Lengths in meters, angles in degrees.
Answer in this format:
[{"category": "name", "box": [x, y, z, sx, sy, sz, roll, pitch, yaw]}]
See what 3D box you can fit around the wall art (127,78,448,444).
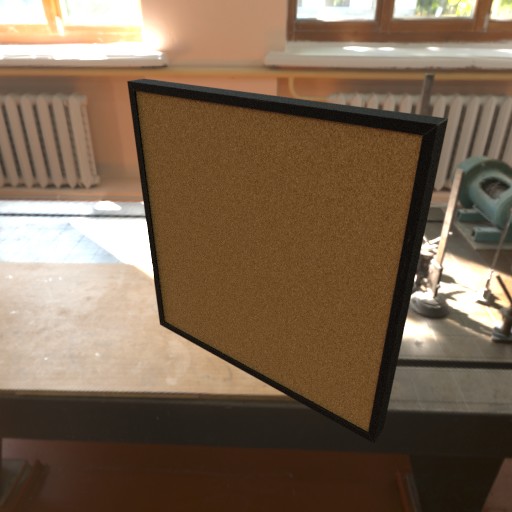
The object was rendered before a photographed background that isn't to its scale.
[{"category": "wall art", "box": [0.000, 0.000, 0.734, 0.506, 0.506, 0.036, 20, 35, 32]}]
